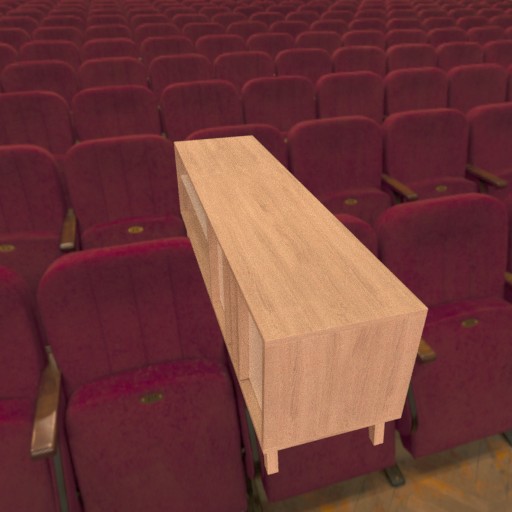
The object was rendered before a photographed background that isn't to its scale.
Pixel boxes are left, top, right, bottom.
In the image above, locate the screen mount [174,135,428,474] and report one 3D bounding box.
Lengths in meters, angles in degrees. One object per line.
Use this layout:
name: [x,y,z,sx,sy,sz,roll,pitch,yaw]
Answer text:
screen mount: [0.000,0.000,1.736,0.400,0.510,1.500,-9,32,-14]
